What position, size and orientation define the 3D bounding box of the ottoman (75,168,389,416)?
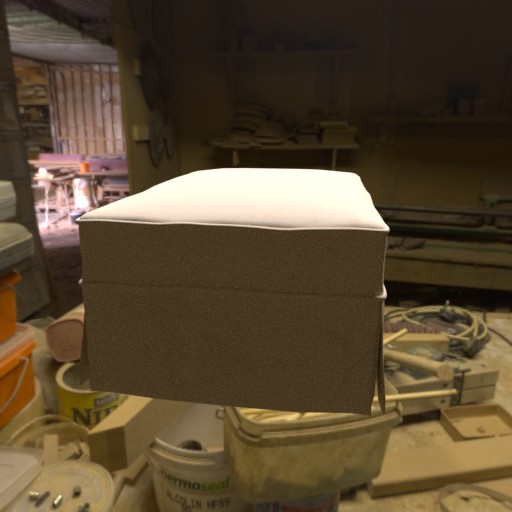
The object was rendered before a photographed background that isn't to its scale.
[{"bbox_3d":[0.000,0.000,1.340,0.703,0.479,0.944,2,17,8],"label":"ottoman"}]
